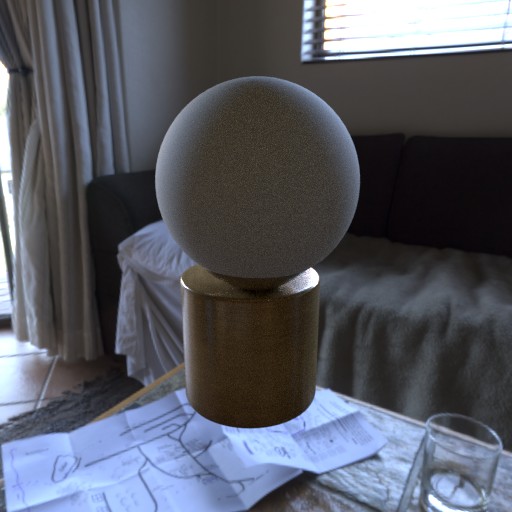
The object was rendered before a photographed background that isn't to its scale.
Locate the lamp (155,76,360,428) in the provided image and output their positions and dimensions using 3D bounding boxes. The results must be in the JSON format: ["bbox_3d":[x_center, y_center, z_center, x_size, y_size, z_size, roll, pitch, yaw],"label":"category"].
[{"bbox_3d":[0.000,0.000,0.334,0.141,0.250,0.152,-3,16,-12],"label":"lamp"}]
